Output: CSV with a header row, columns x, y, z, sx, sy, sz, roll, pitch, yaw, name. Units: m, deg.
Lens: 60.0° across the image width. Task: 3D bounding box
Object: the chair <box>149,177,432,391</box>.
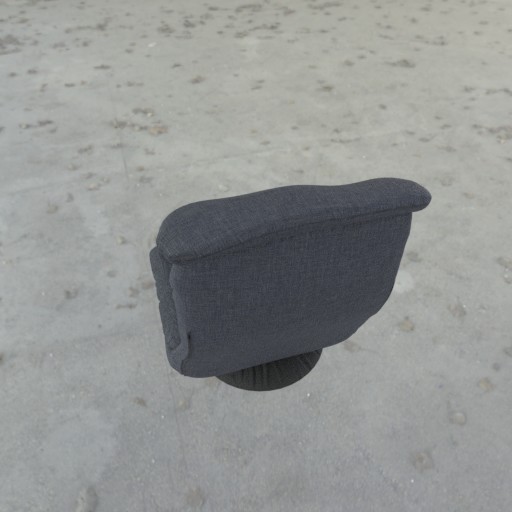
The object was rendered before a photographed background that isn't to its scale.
x,y,z,sx,sy,sz,roll,pitch,yaw,name
0.000,0.000,1.262,0.597,0.749,0.668,-12,43,-13,chair
